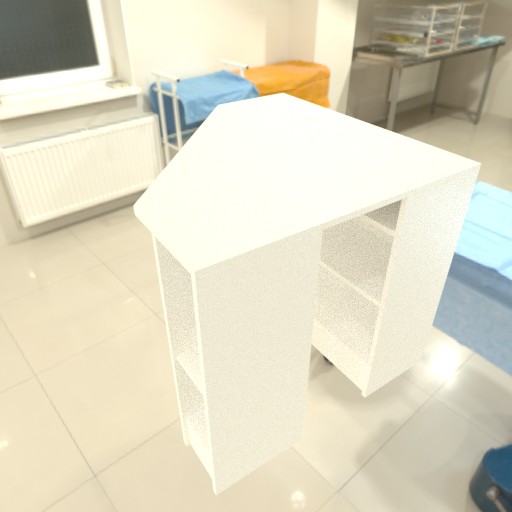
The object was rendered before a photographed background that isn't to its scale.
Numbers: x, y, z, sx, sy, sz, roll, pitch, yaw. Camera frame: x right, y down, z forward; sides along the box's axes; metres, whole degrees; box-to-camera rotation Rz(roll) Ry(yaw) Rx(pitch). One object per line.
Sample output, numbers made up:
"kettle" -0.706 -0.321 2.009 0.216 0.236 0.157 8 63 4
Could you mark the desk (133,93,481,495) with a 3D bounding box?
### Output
"desk" 0.000 0.000 1.608 0.926 0.818 0.940 -21 40 -28
